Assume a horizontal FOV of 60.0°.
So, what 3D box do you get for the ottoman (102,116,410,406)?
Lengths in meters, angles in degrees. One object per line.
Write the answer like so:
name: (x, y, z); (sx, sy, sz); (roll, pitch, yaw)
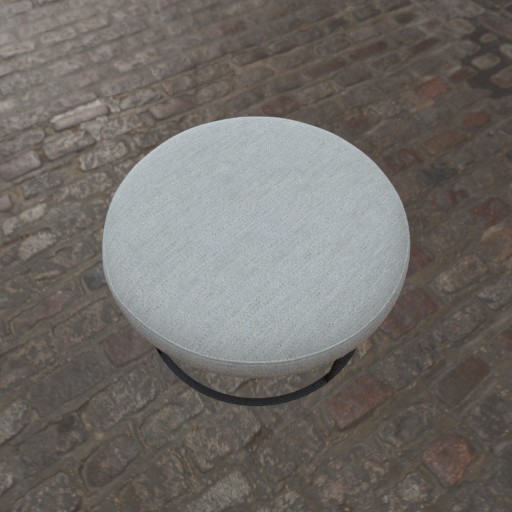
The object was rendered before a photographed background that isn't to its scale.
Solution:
ottoman: (0.000, 0.000, 1.240); (0.769, 0.459, 0.769); (0, 57, 0)
